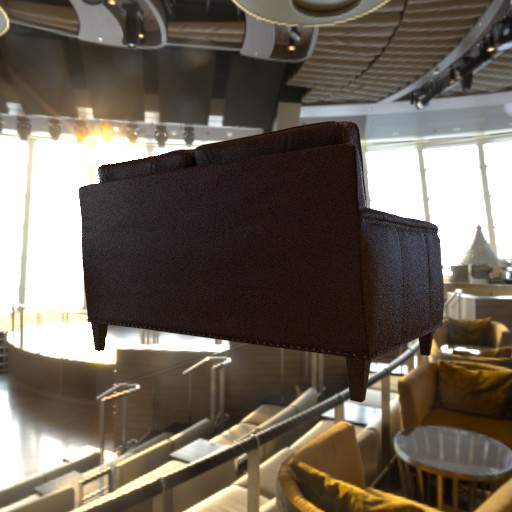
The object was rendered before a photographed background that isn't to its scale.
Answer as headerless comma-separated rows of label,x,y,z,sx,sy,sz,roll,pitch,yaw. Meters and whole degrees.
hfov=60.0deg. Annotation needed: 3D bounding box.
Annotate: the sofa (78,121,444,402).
sofa,0.000,0.000,2.272,1.628,1.003,1.083,0,-1,35
